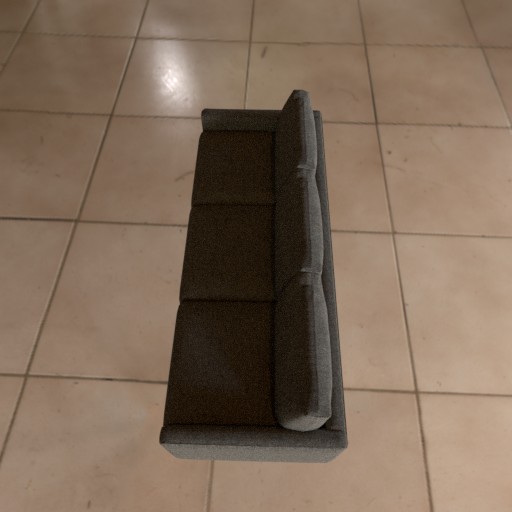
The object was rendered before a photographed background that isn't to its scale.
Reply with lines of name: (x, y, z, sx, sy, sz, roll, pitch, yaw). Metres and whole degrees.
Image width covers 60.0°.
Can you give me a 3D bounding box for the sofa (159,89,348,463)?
sofa: (0.000, 0.000, 2.711, 0.876, 0.879, 2.253, 1, 58, 1)
